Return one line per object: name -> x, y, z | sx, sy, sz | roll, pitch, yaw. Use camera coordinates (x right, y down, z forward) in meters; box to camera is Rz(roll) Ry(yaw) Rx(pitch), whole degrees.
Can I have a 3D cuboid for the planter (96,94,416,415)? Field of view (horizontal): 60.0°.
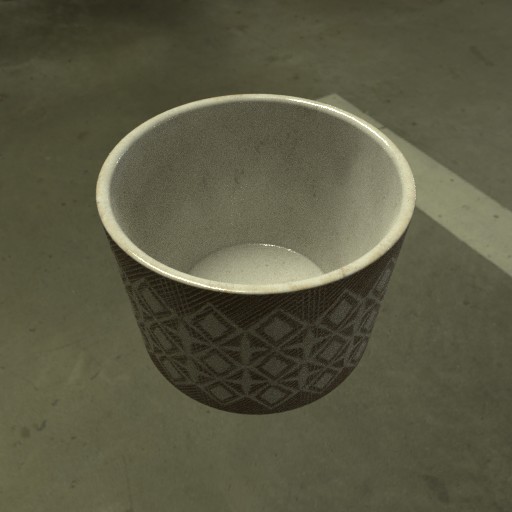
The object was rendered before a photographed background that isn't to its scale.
planter -> 0.000, 0.000, 0.218 | 0.126, 0.104, 0.126 | 0, 48, 0
